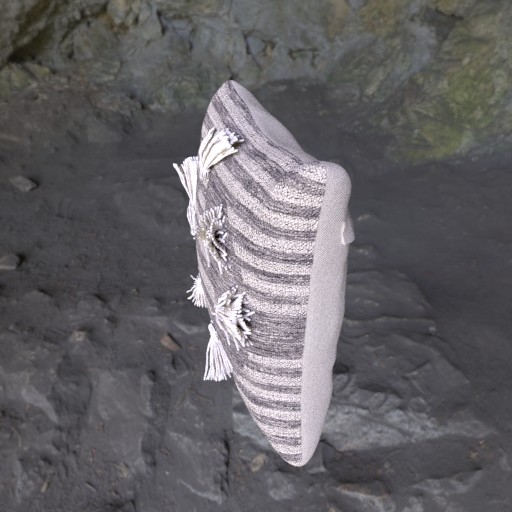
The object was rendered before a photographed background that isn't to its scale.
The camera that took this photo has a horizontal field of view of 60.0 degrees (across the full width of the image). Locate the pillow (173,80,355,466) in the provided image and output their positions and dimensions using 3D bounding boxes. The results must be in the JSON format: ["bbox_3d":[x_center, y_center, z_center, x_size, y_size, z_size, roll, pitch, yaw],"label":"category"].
[{"bbox_3d":[0.000,0.000,0.757,0.234,0.490,0.484,-8,32,-12],"label":"pillow"}]
